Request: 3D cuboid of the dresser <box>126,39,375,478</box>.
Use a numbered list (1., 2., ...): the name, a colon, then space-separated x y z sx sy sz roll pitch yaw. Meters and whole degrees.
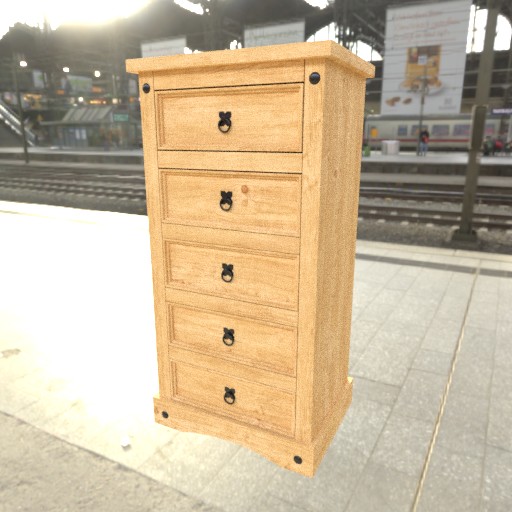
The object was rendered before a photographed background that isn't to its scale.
1. dresser: 0.000 0.000 1.291 0.531 1.041 0.390 8 17 26
